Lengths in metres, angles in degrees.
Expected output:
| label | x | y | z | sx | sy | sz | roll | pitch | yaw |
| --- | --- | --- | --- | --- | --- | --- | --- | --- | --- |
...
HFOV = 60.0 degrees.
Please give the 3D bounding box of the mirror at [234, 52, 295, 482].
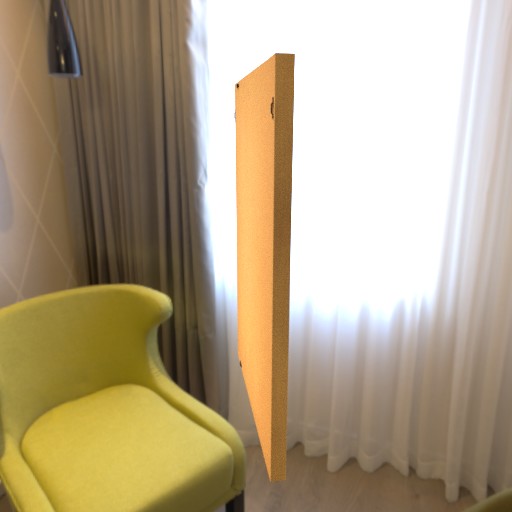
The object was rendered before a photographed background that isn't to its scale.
| label | x | y | z | sx | sy | sz | roll | pitch | yaw |
| --- | --- | --- | --- | --- | --- | --- | --- | --- | --- |
| mirror | 0.000 | 0.000 | 1.189 | 0.041 | 0.915 | 0.609 | -3 | 17 | -9 |
